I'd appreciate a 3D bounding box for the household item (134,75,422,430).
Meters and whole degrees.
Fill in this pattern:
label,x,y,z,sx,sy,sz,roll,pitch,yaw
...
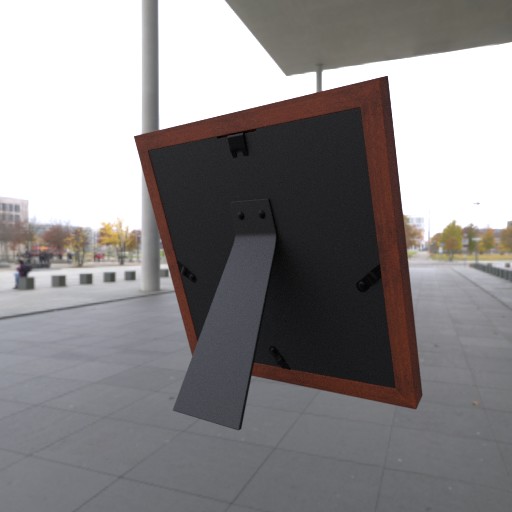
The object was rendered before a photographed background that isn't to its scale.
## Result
label,x,y,z,sx,sy,sz,roll,pitch,yaw
household item,0.000,0.000,0.377,0.240,0.240,0.131,0,1,36
